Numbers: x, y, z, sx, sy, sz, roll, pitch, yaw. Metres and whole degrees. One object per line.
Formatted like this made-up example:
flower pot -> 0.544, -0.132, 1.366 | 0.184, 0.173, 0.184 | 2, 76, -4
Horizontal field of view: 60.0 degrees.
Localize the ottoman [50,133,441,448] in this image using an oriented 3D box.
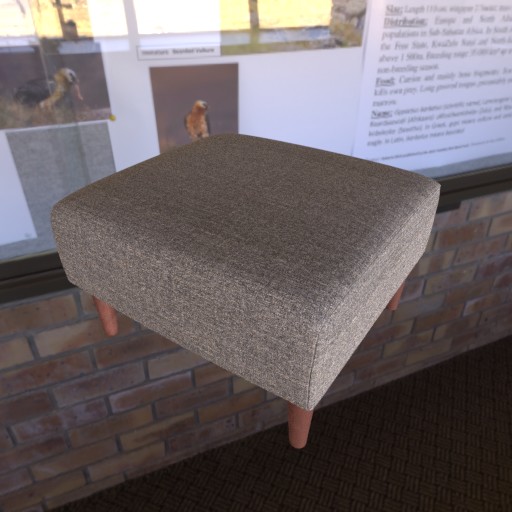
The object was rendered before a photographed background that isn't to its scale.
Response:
ottoman -> 0.000, 0.000, 1.072 | 0.655, 0.399, 0.648 | 21, 38, 29
